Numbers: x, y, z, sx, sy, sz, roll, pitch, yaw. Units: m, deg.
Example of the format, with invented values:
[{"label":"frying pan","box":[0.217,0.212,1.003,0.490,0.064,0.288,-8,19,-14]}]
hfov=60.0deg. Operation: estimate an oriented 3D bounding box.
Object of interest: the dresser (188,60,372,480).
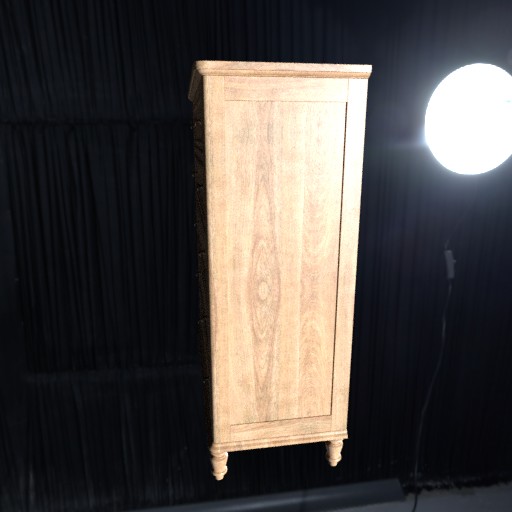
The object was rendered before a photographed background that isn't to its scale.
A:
[{"label":"dresser","box":[0.000,0.000,1.808,0.484,1.318,0.973,-2,15,-9]}]
